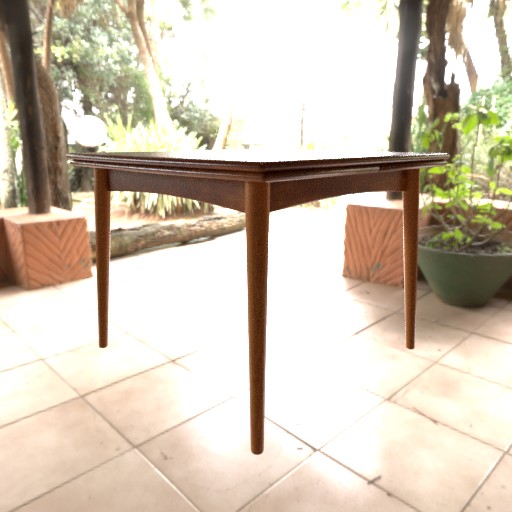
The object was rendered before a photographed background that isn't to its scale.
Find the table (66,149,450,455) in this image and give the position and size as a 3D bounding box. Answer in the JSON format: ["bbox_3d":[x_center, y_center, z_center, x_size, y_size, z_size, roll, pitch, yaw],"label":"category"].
[{"bbox_3d":[0.000,0.000,1.665,0.991,0.754,0.991,-14,20,-43],"label":"table"}]
